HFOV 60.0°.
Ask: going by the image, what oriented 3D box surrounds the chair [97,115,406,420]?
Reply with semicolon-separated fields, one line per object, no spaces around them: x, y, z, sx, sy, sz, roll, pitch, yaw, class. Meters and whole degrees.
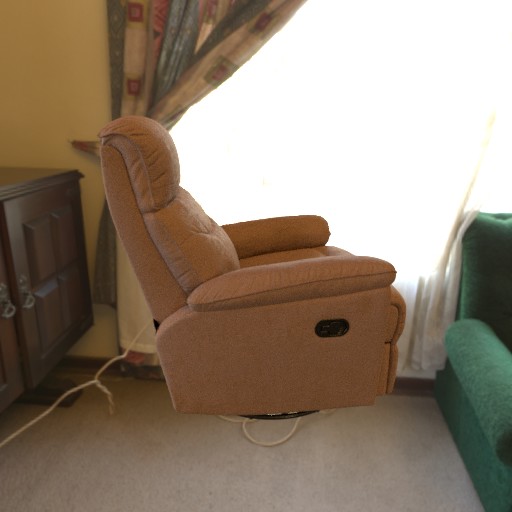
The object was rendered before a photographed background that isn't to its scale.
0.000;0.000;1.717;1.004;1.037;0.820;-3;18;-9;chair
